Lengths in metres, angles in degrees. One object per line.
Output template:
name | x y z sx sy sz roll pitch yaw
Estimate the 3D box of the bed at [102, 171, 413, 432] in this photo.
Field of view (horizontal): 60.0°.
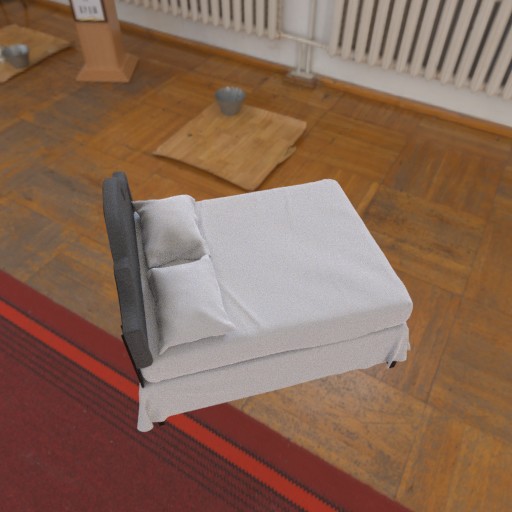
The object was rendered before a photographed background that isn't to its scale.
bed | 0.000 0.000 3.489 2.222 1.634 1.780 -11 48 -10
